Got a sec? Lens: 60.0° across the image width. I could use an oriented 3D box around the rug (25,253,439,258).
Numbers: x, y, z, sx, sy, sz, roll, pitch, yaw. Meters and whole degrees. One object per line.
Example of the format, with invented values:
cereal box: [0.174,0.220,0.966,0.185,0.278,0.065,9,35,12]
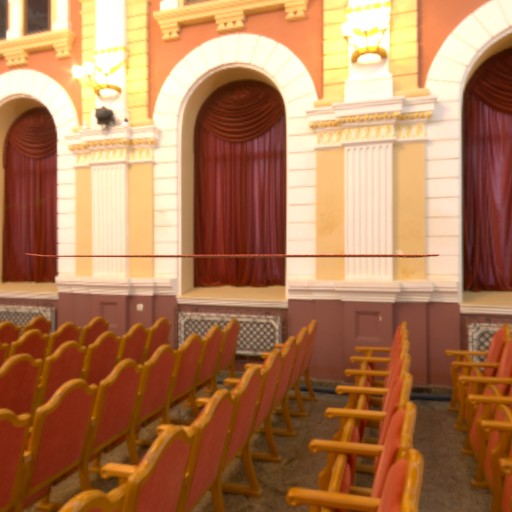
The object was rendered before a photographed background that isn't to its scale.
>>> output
rug: [0.000,0.000,4.237,3.086,0.030,2.489,0,0,18]
